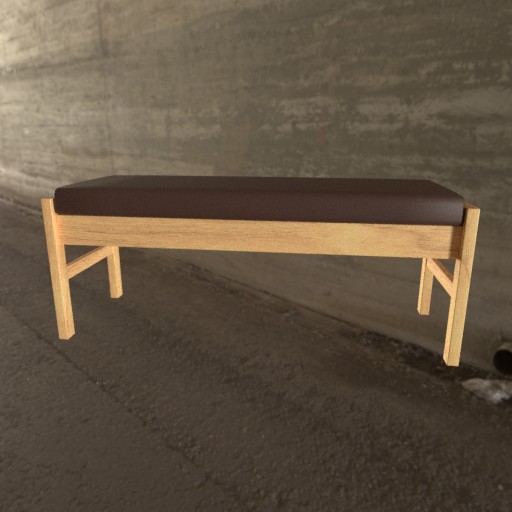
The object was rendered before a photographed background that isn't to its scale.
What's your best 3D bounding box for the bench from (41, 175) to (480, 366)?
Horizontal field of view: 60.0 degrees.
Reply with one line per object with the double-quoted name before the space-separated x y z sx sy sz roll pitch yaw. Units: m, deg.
"bench" 0.000 0.000 1.447 1.200 0.480 0.405 2 16 8
